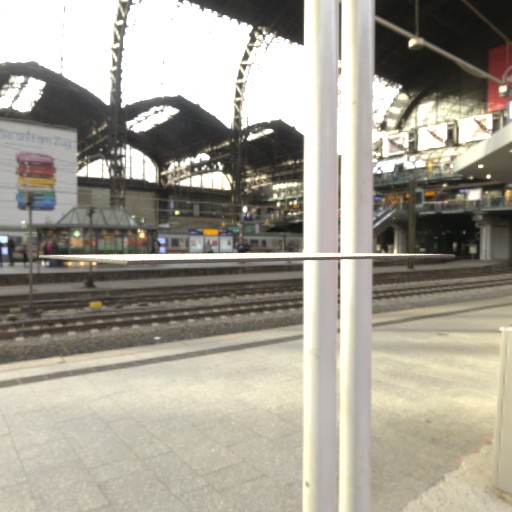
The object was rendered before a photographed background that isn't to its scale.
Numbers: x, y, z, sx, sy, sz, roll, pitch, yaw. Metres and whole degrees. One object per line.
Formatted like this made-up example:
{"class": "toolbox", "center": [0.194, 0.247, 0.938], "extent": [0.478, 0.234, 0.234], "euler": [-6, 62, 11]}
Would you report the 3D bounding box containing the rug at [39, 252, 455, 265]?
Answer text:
{"class": "rug", "center": [0.000, 0.000, 2.100], "extent": [1.676, 0.013, 1.067], "euler": [-1, 1, -38]}
